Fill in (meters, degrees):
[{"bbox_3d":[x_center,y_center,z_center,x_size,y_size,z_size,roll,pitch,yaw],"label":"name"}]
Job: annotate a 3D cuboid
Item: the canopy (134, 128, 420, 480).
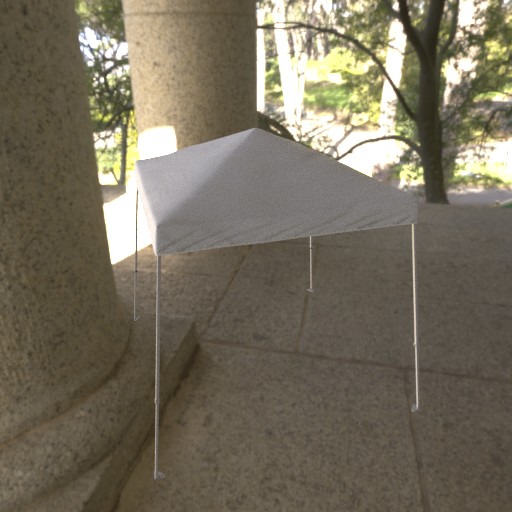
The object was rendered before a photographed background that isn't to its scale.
[{"bbox_3d":[0.000,0.000,6.408,3.600,3.600,3.599,-8,26,-16],"label":"canopy"}]
